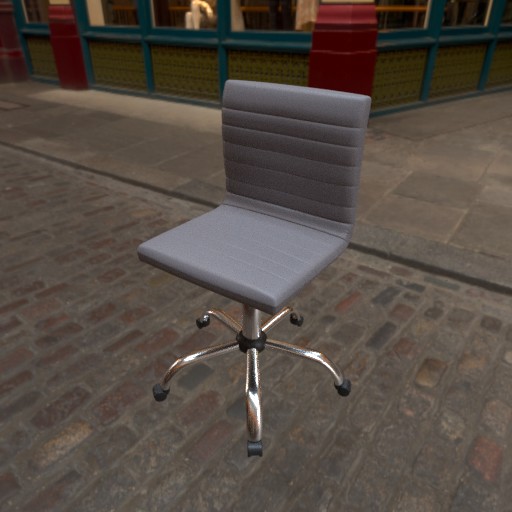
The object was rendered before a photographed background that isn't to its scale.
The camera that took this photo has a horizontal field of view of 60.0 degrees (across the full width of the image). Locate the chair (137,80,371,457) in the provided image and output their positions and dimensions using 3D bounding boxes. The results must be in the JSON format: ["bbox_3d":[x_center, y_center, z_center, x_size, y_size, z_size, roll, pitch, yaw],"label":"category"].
[{"bbox_3d":[0.000,0.000,1.129,0.556,0.780,0.530,19,36,29],"label":"chair"}]
